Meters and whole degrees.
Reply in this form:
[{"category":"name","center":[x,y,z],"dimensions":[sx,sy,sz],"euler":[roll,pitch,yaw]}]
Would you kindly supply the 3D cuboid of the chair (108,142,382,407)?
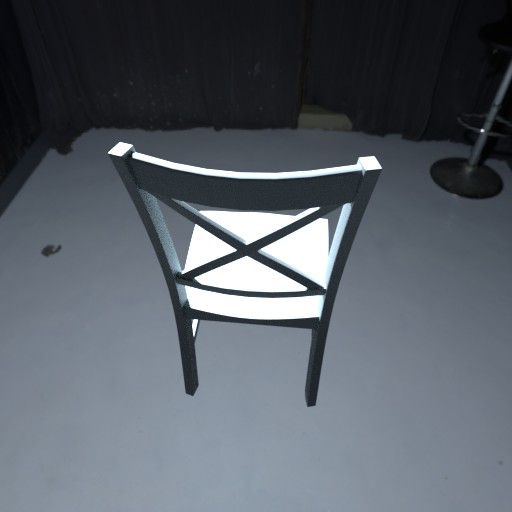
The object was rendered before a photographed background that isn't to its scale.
[{"category":"chair","center":[0.000,0.000,1.300],"dimensions":[0.485,0.983,0.542],"euler":[4,46,4]}]
